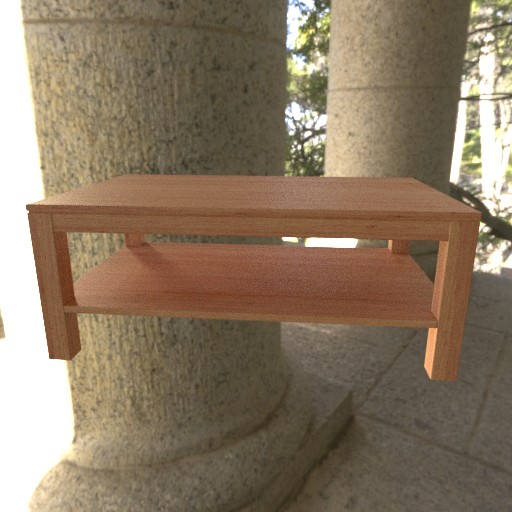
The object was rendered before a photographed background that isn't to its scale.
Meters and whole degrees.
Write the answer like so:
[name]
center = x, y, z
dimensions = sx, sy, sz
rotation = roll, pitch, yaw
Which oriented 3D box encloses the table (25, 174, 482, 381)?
[table]
center = 0.000, 0.000, 1.501
dimensions = 1.146, 0.457, 0.695
rotation = 2, 17, 5
